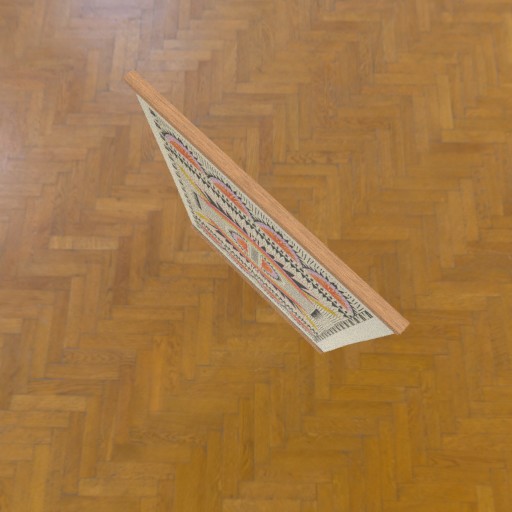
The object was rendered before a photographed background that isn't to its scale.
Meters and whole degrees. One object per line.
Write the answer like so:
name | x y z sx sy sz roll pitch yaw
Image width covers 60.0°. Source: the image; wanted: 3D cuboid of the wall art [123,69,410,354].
wall art | 0.000 0.000 1.361 0.765 1.016 0.028 44 80 10
